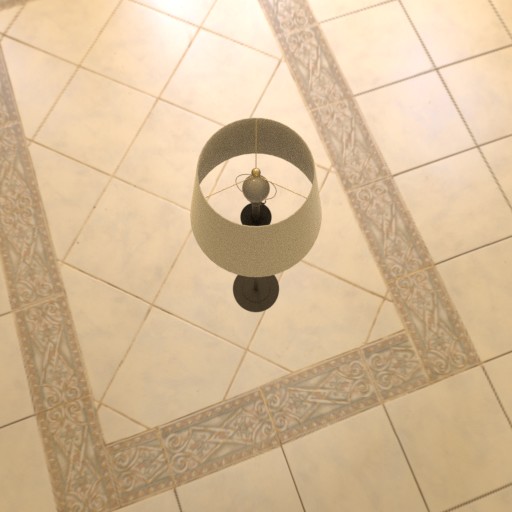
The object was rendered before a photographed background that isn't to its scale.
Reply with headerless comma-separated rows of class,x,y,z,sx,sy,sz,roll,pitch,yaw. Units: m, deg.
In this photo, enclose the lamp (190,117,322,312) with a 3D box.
lamp,0.000,0.000,1.634,0.348,1.473,0.348,-29,78,-7
